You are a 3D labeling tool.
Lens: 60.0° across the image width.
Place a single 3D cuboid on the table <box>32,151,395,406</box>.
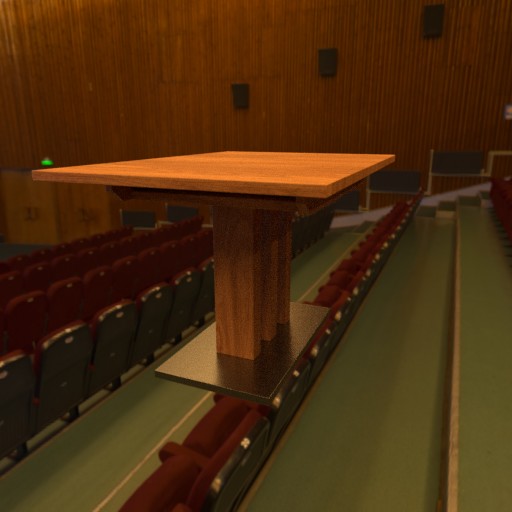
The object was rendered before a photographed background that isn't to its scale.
[{"bbox_3d":[0.000,0.000,1.831,0.900,0.770,1.300,7,17,22],"label":"table"}]
